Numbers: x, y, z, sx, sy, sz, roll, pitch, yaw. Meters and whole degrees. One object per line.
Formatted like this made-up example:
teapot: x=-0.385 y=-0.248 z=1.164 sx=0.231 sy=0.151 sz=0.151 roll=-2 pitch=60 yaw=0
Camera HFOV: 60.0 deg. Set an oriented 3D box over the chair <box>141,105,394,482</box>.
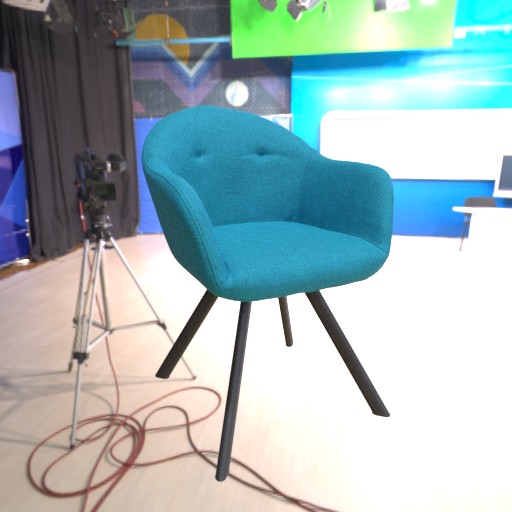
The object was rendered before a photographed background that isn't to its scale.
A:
chair: x=0.000 y=0.000 z=1.161 sx=0.545 sy=0.775 sz=0.565 roll=-8 pitch=17 yaw=-27
